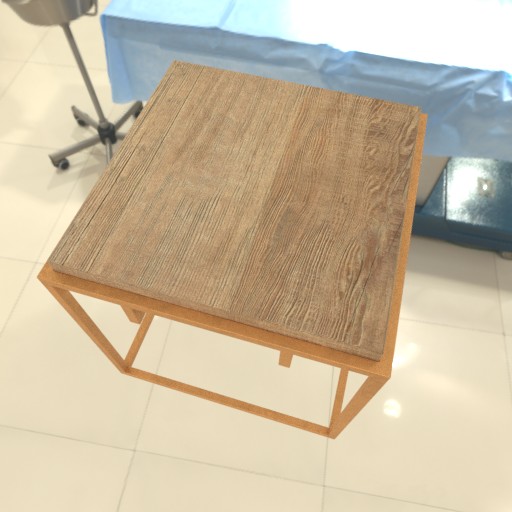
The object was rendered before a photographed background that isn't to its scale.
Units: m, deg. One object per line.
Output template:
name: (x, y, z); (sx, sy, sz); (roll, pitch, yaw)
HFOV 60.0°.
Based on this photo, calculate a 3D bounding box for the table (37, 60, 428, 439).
table: (0.000, 0.000, 1.080); (0.599, 0.584, 0.599); (14, 60, 9)
